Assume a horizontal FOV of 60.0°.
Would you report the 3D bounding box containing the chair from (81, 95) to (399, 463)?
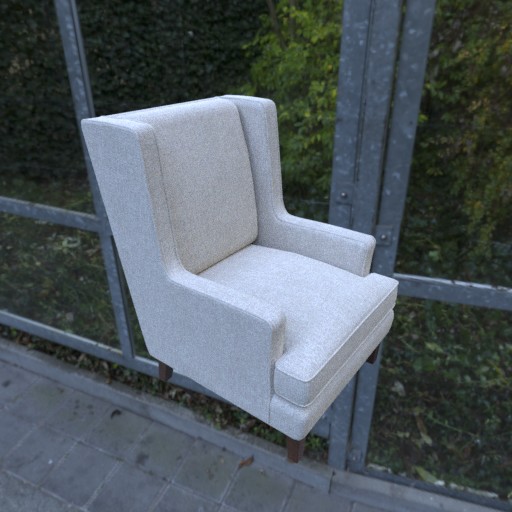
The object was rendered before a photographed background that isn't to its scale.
[{"bbox_3d":[0.000,0.000,1.766,0.948,1.082,0.764,19,33,32],"label":"chair"}]
